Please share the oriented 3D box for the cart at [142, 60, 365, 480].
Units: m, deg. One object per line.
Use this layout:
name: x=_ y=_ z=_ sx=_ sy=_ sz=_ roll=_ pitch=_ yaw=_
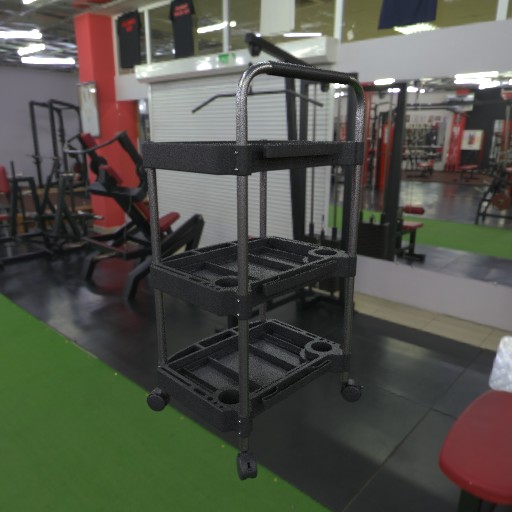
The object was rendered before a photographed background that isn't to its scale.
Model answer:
cart: x=0.000 y=0.000 z=1.406 sx=0.518 sy=1.075 sz=0.584 roll=15 pitch=22 yaw=43
